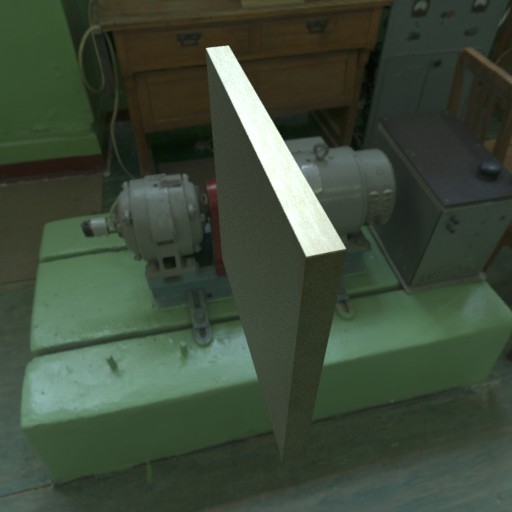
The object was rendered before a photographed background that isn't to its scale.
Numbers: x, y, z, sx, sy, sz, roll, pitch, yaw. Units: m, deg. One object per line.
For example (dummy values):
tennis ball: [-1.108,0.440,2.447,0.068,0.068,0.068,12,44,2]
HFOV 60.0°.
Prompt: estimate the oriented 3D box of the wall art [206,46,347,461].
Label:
wall art: [0.000,0.000,0.754,0.040,0.506,0.503,-11,47,-10]
